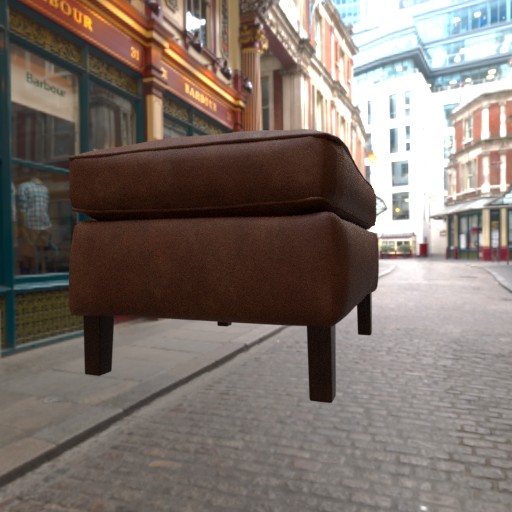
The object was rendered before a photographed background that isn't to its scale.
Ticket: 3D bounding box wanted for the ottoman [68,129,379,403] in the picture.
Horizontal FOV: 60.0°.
[{"bbox_3d":[0.000,0.000,0.980,0.501,0.418,0.665,0,1,20],"label":"ottoman"}]
